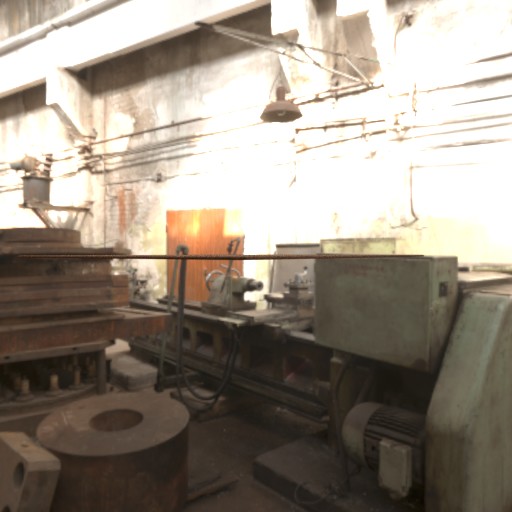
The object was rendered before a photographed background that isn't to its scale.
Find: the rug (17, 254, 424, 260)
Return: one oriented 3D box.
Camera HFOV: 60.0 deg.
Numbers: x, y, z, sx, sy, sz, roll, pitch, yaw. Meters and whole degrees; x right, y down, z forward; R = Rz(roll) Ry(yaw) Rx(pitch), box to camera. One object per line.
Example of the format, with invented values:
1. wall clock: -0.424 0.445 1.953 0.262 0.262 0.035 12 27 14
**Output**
1. rug: 0.000 0.000 2.291 1.219 0.010 1.829 0 0 35
